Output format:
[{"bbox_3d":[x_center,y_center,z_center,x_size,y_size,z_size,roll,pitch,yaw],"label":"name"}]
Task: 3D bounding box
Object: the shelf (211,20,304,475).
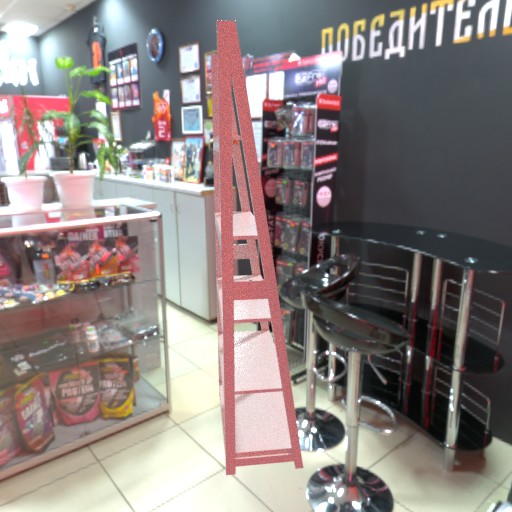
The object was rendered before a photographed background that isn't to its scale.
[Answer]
[{"bbox_3d":[0.000,0.000,2.009,0.341,1.779,0.636,-2,15,-7],"label":"shelf"}]
